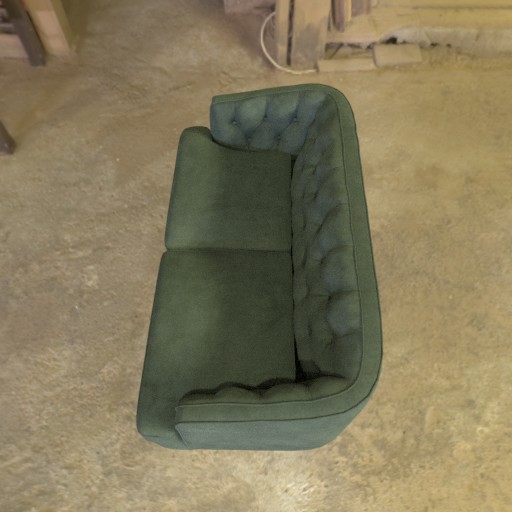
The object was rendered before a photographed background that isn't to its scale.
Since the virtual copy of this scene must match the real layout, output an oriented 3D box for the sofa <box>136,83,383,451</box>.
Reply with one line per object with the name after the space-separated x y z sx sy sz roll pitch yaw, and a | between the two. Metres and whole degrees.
0.000 0.000 2.199 0.941 0.855 1.733 1 59 1 | sofa
